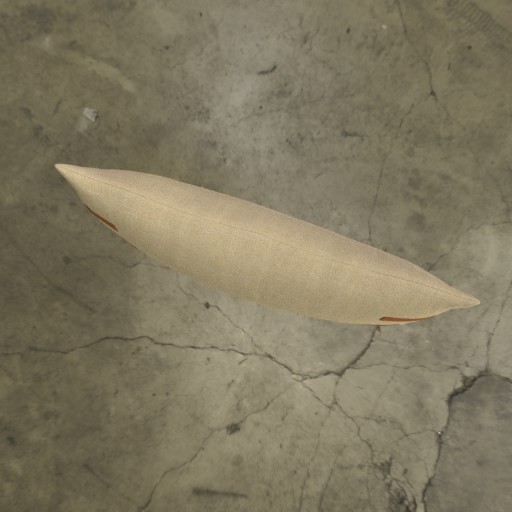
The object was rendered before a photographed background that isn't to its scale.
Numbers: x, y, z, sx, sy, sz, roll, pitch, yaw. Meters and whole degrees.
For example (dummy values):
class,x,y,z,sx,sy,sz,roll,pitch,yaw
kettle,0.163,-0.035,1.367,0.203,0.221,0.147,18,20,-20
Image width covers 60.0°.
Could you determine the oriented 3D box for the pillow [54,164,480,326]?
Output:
class,x,y,z,sx,sy,sz,roll,pitch,yaw
pillow,0.000,0.000,0.737,0.612,0.308,0.148,18,78,4
